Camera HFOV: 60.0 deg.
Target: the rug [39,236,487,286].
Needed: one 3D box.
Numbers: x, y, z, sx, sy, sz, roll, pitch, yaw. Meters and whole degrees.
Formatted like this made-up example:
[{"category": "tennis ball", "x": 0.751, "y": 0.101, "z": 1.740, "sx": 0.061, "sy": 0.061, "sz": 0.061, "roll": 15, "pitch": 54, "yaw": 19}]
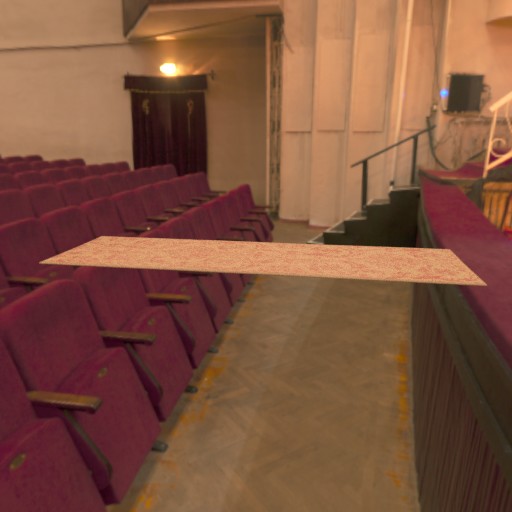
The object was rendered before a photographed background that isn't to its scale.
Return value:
[{"category": "rug", "x": 0.000, "y": 0.000, "z": 2.459, "sx": 2.196, "sy": 0.011, "sz": 0.662, "roll": 2, "pitch": 15, "yaw": 9}]
